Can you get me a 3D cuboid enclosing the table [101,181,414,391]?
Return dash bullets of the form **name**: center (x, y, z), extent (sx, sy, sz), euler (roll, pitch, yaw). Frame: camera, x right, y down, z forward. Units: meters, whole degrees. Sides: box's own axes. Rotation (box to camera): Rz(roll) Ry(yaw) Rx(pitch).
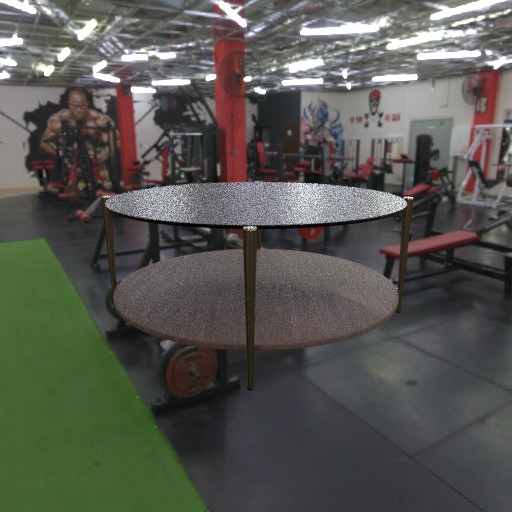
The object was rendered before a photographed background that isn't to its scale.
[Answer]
- **table**: center (0.000, 0.000, 1.500), extent (0.938, 0.400, 0.938), euler (-8, 17, -27)
